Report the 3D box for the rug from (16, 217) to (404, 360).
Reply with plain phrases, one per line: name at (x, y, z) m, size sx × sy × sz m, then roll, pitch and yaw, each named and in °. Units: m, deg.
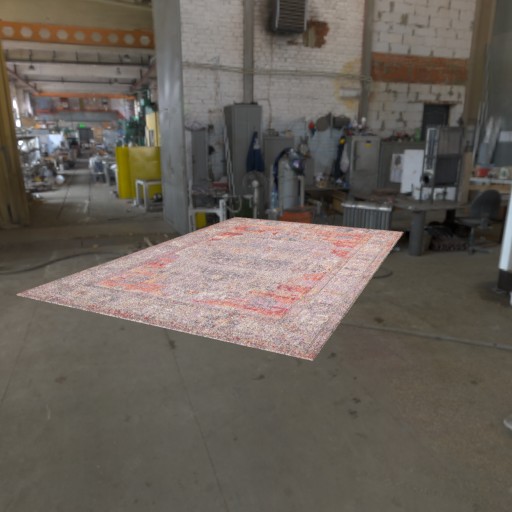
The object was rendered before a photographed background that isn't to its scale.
rug at (0.000, 0.000, 2.286) m, size 1.219 × 0.005 × 1.829 m, roll 7°, pitch 17°, yaw 24°
